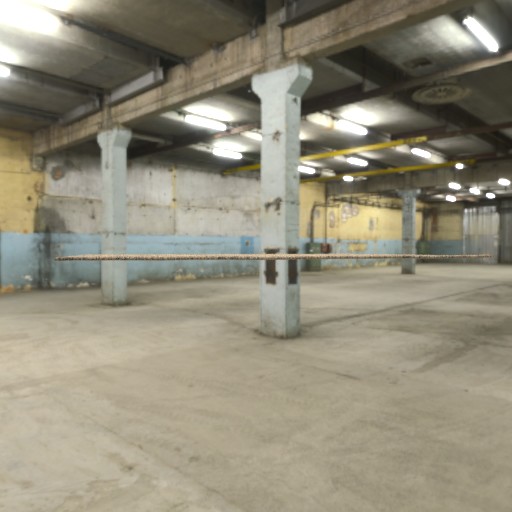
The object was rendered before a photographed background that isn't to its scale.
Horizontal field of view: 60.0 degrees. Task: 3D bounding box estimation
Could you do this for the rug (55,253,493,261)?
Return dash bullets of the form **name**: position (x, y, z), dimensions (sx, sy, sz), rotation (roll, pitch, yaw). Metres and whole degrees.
- **rug**: position (0.000, 0.000, 4.194), dimensions (3.199, 0.036, 2.414), rotation (0, 1, -17)
